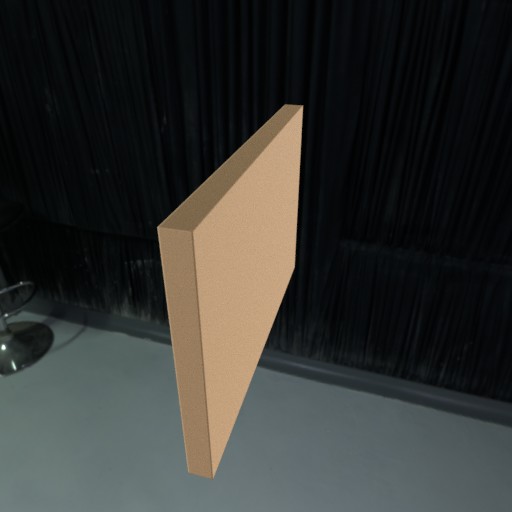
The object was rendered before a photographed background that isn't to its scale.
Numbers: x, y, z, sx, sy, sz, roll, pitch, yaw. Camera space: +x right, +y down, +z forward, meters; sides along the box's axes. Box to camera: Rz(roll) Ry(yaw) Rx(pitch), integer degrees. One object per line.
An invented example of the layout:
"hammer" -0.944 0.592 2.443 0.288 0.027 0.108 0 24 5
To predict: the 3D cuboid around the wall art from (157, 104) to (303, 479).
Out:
"wall art" 0.000 0.000 0.803 0.039 0.407 0.609 8 31 13
